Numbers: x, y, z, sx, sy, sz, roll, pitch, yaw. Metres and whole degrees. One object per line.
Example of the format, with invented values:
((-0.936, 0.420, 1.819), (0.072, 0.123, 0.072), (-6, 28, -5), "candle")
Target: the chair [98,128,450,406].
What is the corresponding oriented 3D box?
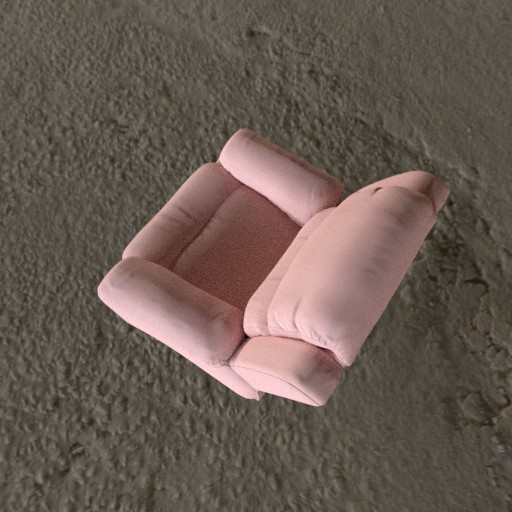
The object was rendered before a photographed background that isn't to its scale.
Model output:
((0.000, 0.000, 1.240), (0.709, 0.702, 0.680), (32, 68, 14), "chair")
